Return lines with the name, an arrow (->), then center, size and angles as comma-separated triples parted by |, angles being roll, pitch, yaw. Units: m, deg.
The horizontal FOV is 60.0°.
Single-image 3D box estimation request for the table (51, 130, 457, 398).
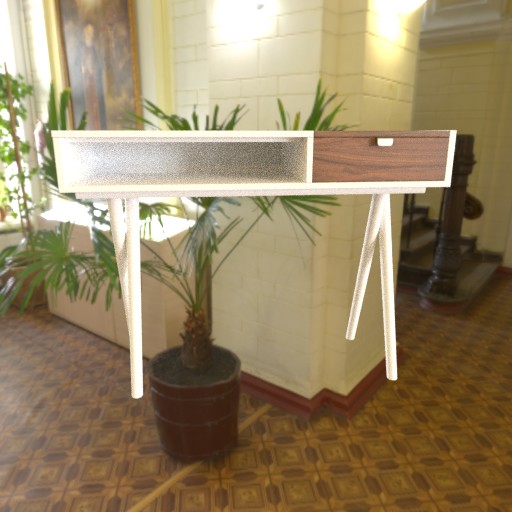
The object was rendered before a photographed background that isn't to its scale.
table -> 0.000, 0.000, 1.443 | 1.066, 0.785, 0.418 | -2, 15, -7
